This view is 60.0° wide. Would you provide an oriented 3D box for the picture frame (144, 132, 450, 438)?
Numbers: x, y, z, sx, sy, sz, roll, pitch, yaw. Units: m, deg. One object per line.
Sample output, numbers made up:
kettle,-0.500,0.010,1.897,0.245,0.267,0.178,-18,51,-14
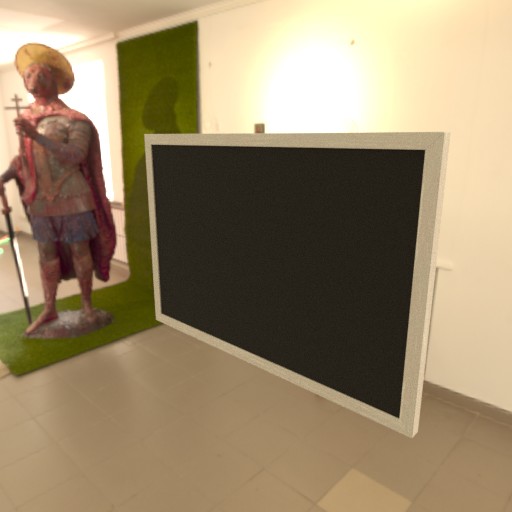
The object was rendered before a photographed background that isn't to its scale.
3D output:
picture frame,0.000,0.000,1.200,0.950,0.640,0.029,14,20,41
